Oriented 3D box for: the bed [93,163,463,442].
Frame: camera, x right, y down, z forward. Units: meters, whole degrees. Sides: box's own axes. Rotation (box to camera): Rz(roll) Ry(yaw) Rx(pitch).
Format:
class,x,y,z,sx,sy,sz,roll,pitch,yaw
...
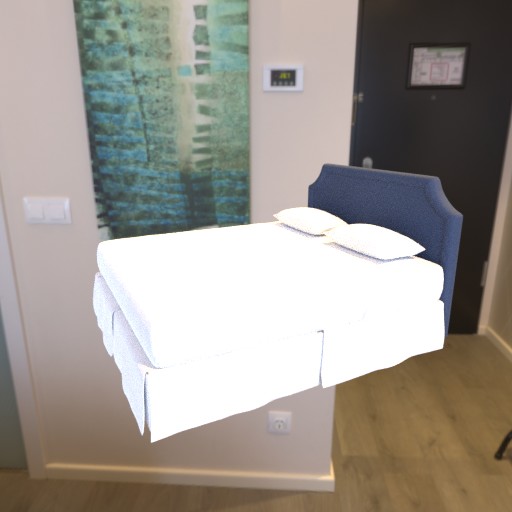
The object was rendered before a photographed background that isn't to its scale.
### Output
class,x,y,z,sx,sy,sz,roll,pitch,yaw
bed,0.000,0.000,4.142,2.773,1.488,2.350,-8,18,-26
